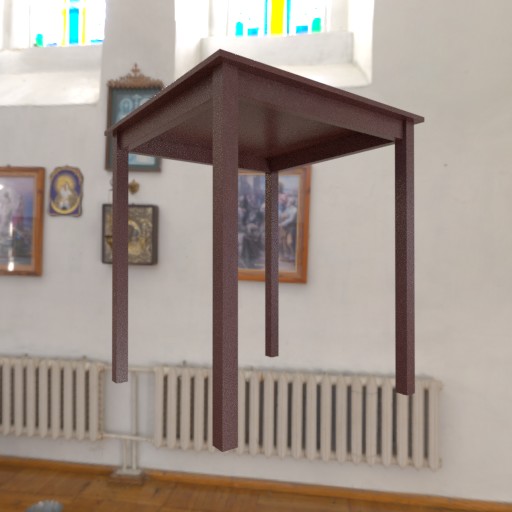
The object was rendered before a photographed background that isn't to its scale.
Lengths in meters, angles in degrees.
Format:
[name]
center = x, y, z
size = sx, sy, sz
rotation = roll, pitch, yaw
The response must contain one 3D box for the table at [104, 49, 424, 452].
[table]
center = 0.000, 0.000, 1.668
size = 0.861, 0.991, 0.861
rotation = 0, -1, -37
